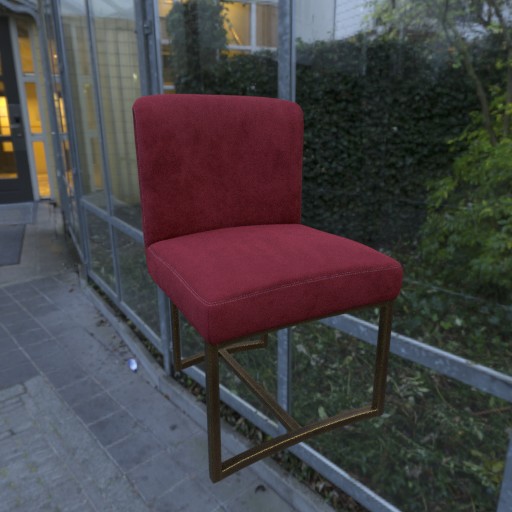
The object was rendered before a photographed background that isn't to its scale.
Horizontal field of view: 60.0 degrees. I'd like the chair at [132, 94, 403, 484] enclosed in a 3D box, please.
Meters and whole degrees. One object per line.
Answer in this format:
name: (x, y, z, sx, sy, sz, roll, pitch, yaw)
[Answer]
chair: (0.000, 0.000, 1.170, 0.530, 0.824, 0.560, -9, 19, -27)
